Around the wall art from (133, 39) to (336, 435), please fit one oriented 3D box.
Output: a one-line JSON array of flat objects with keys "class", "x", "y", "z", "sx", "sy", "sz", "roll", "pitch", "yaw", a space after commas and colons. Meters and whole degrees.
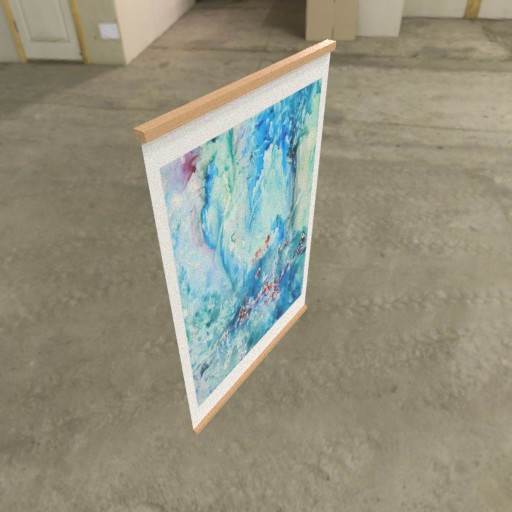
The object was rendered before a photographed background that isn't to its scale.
[{"class": "wall art", "x": 0.000, "y": 0.000, "z": 0.769, "sx": 0.016, "sy": 0.611, "sz": 0.401, "roll": 25, "pitch": 47, "yaw": 27}]
